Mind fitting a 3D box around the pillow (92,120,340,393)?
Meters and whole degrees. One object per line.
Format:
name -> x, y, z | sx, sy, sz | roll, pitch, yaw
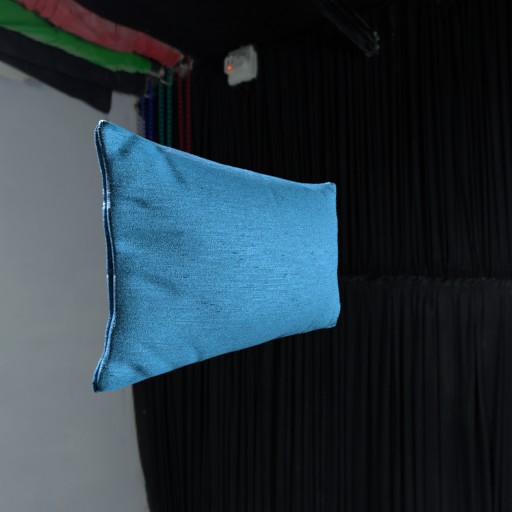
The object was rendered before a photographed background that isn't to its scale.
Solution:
pillow -> 0.000, 0.000, 0.790 | 0.210, 0.338, 0.633 | 0, 0, 37
